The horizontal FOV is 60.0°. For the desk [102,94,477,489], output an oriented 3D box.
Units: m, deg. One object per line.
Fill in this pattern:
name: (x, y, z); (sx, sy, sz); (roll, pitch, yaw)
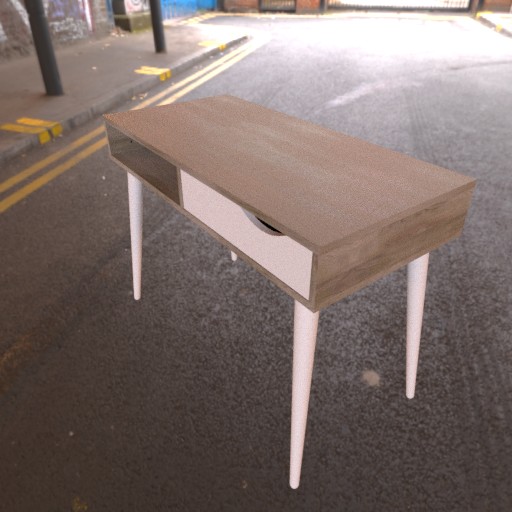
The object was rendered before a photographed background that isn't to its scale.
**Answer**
desk: (0.000, 0.000, 1.371); (0.491, 0.723, 0.979); (-22, 39, -30)
